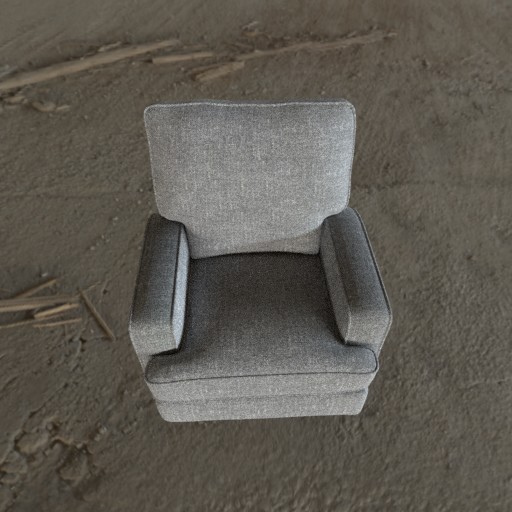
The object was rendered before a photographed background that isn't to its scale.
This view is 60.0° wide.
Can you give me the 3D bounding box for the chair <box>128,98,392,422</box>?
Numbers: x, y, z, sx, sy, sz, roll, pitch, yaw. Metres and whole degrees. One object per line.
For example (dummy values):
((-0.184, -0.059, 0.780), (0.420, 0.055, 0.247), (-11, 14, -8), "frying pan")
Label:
((0.000, 0.000, 1.677), (0.861, 0.962, 0.964), (-2, 48, -2), "chair")
